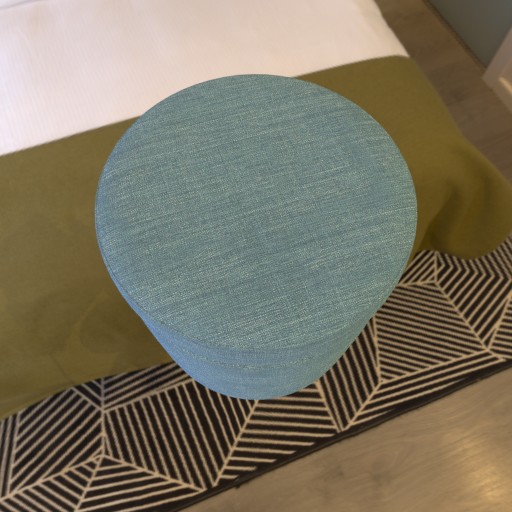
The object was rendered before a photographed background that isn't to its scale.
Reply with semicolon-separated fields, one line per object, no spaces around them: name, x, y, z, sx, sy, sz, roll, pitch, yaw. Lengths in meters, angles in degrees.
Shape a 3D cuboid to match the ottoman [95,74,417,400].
ottoman;0.000;0.000;0.709;0.398;0.406;0.398;0;65;0
